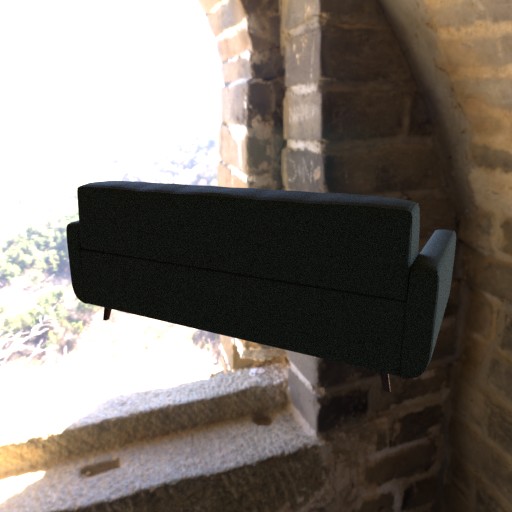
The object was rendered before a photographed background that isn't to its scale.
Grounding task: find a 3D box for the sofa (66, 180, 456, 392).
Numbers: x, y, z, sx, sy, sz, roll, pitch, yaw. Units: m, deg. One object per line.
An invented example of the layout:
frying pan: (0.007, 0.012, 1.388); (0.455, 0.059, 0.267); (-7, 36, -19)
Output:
sofa: (0.000, 0.000, 2.535); (2.029, 0.841, 0.909); (8, 17, 26)
